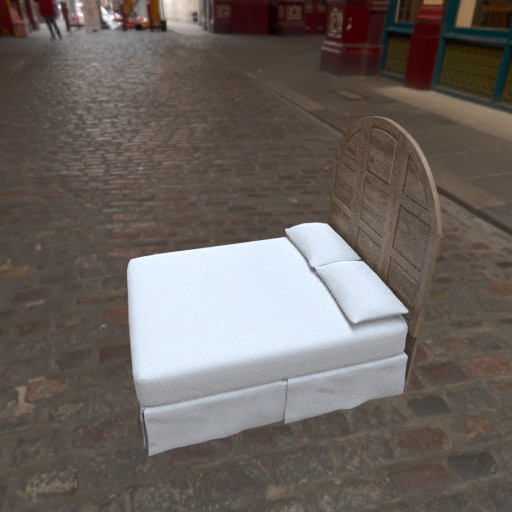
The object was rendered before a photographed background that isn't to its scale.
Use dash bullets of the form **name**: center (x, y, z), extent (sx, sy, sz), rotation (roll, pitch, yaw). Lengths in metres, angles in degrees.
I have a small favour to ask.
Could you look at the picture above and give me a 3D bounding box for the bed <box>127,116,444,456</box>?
- **bed**: center (0.000, 0.000, 3.527), extent (2.112, 2.002, 1.713), rotation (-8, 31, -13)
